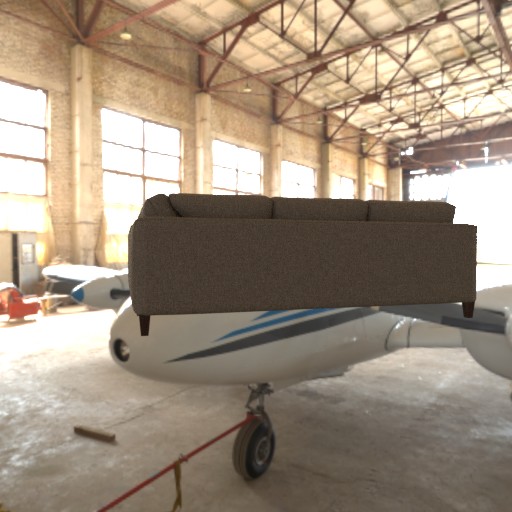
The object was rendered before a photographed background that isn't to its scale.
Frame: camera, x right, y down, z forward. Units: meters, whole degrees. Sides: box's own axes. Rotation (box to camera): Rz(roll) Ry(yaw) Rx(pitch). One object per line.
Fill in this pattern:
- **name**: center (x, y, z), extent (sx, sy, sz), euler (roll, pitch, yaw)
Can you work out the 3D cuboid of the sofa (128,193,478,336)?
- **sofa**: center (0.000, 0.000, 4.593), extent (2.551, 0.889, 3.403), euler (0, 1, -17)
